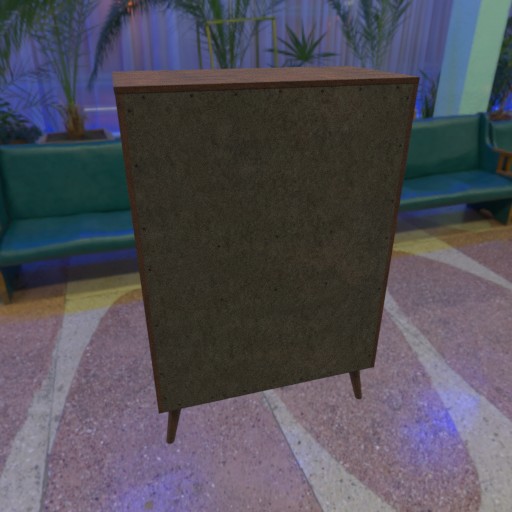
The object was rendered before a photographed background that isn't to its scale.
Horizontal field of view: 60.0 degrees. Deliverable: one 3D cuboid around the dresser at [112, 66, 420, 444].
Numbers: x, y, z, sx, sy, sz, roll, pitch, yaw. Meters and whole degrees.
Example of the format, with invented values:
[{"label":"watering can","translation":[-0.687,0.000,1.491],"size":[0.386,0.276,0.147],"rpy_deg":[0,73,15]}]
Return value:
[{"label":"dresser","translation":[0.000,0.000,1.789],"size":[0.919,1.365,0.498],"rpy_deg":[-8,28,-15]}]
